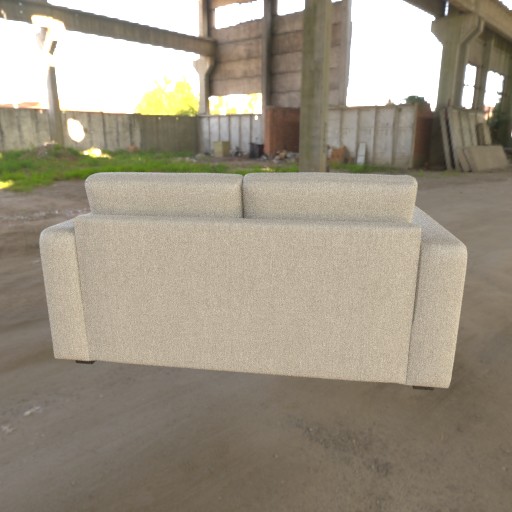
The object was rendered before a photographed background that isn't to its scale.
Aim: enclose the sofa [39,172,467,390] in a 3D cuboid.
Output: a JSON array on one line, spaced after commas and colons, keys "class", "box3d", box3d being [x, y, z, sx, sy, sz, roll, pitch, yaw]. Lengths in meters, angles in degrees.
[{"class": "sofa", "box3d": [0.000, 0.000, 1.999, 1.540, 0.800, 0.900, 2, 16, 8]}]
